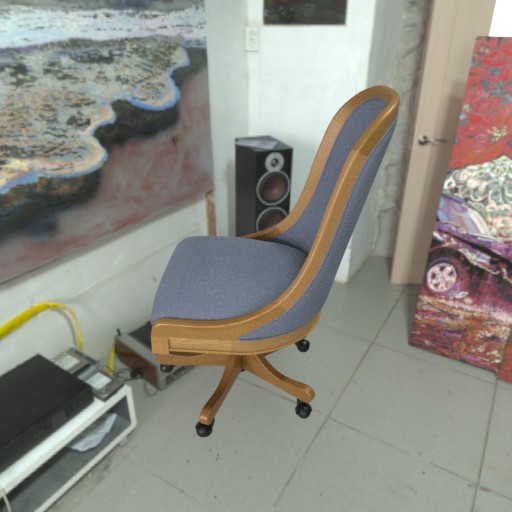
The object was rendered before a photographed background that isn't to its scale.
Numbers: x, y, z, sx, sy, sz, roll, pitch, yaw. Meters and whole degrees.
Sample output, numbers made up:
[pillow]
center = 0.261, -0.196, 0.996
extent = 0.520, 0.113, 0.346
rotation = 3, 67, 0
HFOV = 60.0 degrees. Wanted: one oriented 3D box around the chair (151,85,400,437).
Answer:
[chair]
center = 0.000, 0.000, 1.439
extent = 0.735, 1.031, 0.605
rotation = 1, 27, 2
